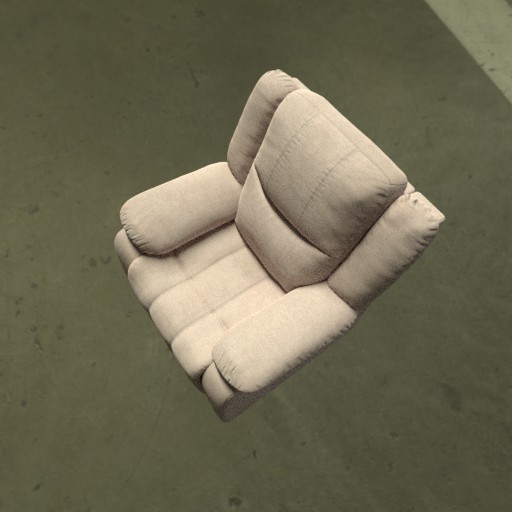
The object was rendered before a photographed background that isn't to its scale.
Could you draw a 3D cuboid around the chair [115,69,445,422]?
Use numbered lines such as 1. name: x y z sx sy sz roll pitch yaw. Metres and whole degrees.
1. chair: 0.000 0.000 1.762 0.944 1.008 0.899 -33 67 -15
